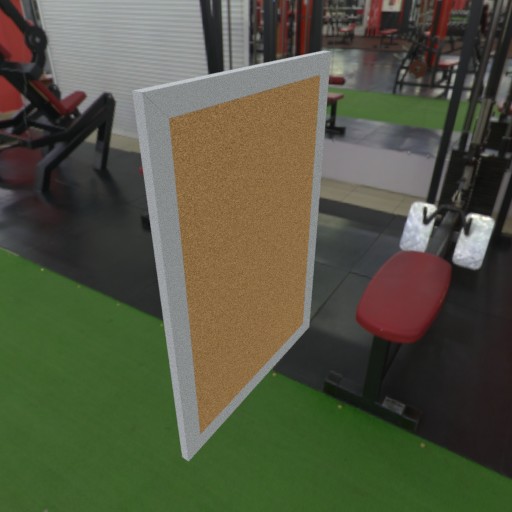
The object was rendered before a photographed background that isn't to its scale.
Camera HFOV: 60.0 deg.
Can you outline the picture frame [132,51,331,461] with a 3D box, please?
[{"bbox_3d":[0.000,0.000,0.577,0.011,0.459,0.326,19,36,29],"label":"picture frame"}]
